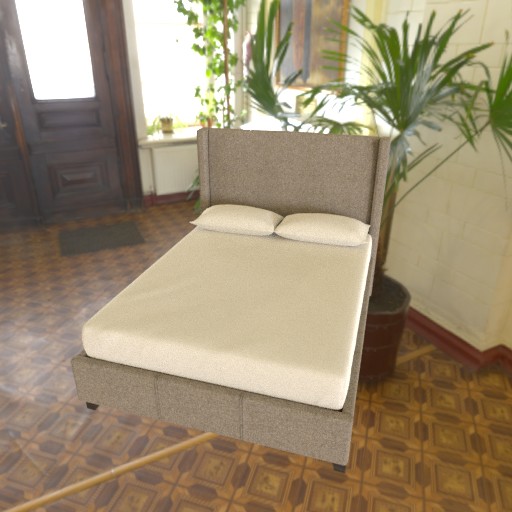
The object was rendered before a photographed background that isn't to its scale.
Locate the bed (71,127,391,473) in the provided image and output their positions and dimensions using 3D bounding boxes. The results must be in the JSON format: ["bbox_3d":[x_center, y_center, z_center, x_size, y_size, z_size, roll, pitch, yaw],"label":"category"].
[{"bbox_3d":[0.000,0.000,3.317,1.714,1.481,2.245,7,26,15],"label":"bed"}]
